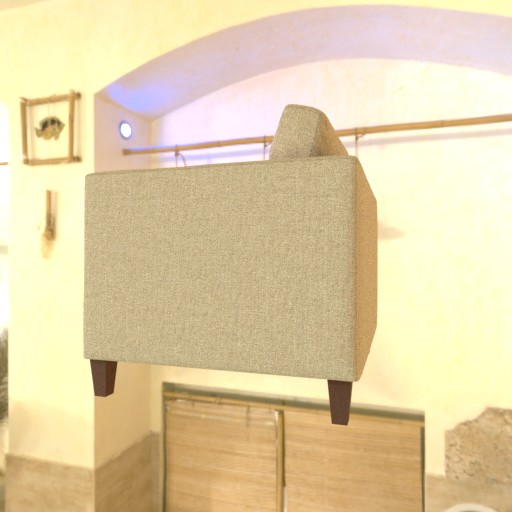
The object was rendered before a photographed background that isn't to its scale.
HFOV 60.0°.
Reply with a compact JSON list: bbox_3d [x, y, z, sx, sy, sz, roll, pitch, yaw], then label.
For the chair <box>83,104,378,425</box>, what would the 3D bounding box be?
[{"bbox_3d":[0.000,0.000,1.874,0.959,0.961,1.107,0,0,18],"label":"chair"}]
